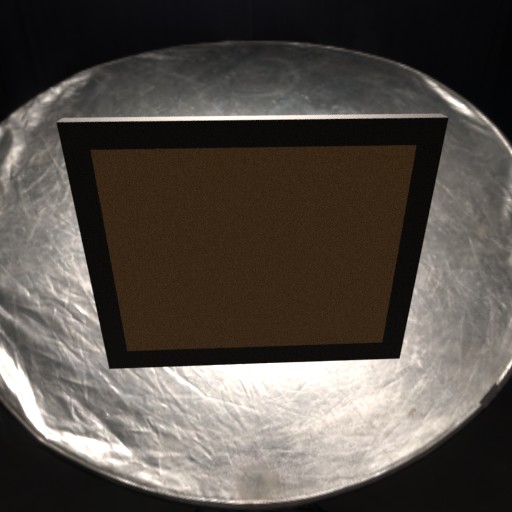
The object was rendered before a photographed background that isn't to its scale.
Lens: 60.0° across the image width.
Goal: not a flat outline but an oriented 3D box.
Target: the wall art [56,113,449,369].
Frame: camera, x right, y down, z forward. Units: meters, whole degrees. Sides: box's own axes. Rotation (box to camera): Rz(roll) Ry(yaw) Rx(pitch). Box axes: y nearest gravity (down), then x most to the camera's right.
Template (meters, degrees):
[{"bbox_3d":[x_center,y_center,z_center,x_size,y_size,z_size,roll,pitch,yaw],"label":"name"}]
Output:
[{"bbox_3d":[0.000,0.000,0.755,0.561,0.460,0.028,-1,29,-3],"label":"wall art"}]
